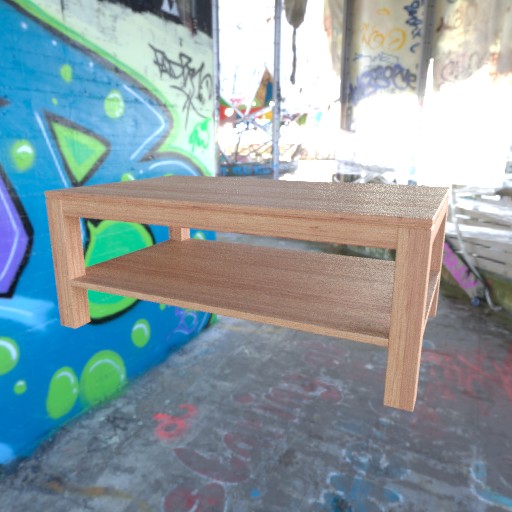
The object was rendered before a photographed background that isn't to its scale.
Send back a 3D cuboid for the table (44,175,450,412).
[{"bbox_3d":[0.000,0.000,1.517,1.146,0.457,0.695,7,17,25],"label":"table"}]
